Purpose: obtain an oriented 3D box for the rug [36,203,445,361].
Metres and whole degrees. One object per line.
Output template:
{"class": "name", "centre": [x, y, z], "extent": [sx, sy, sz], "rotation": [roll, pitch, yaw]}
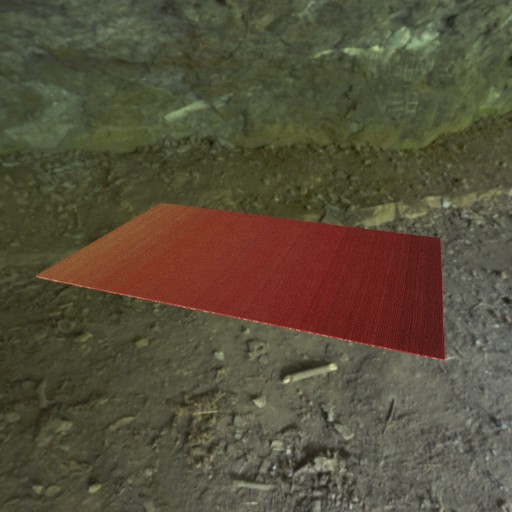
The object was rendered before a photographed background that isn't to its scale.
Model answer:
{"class": "rug", "centre": [0.000, 0.000, 3.098], "extent": [2.442, 0.010, 1.531], "rotation": [9, 27, 18]}
